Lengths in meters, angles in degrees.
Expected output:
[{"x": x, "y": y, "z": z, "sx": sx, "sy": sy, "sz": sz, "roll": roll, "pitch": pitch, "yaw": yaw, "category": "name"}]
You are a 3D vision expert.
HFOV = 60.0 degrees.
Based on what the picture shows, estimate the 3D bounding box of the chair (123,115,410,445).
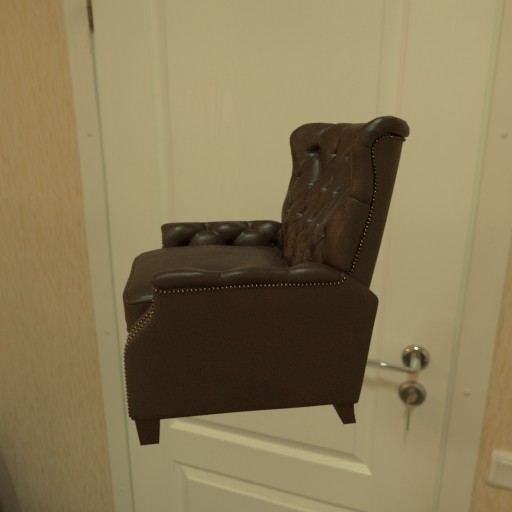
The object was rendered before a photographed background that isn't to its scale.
[{"x": 0.000, "y": 0.000, "z": 1.465, "sx": 0.823, "sy": 0.864, "sz": 0.709, "roll": -3, "pitch": 15, "yaw": -9, "category": "chair"}]
